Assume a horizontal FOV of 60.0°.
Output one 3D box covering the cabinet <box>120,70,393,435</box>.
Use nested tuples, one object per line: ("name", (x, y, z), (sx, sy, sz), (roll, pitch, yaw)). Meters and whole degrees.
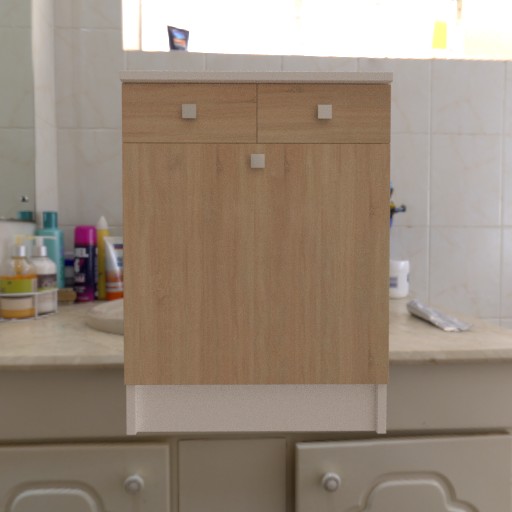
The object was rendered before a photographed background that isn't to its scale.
("cabinet", (0.000, 0.000, 1.126), (0.600, 0.815, 0.296), (0, 2, -1))
